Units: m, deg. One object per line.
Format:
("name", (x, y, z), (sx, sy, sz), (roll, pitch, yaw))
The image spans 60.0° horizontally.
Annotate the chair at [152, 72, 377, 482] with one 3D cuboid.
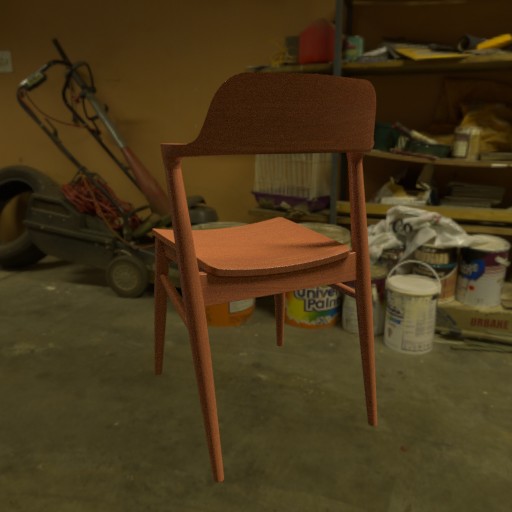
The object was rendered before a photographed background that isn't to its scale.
("chair", (0.000, 0.000, 1.118), (0.496, 0.801, 0.499), (-7, 17, -25))
